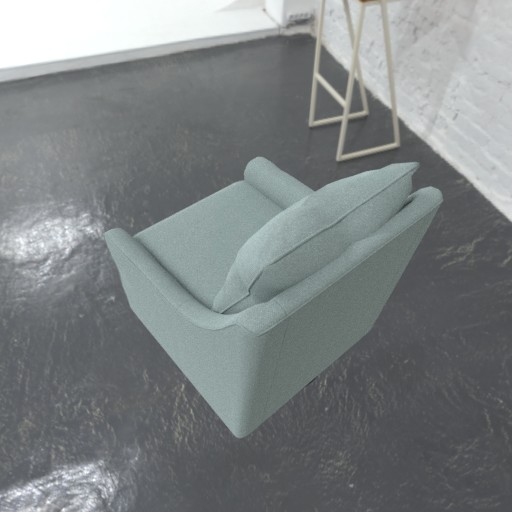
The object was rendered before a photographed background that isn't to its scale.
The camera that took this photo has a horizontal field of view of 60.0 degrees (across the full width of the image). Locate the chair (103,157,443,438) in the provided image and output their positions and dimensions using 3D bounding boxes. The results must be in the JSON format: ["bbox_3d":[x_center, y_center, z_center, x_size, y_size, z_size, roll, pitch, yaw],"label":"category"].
[{"bbox_3d":[0.000,0.000,1.607,0.760,0.926,0.870,-32,55,-26],"label":"chair"}]
